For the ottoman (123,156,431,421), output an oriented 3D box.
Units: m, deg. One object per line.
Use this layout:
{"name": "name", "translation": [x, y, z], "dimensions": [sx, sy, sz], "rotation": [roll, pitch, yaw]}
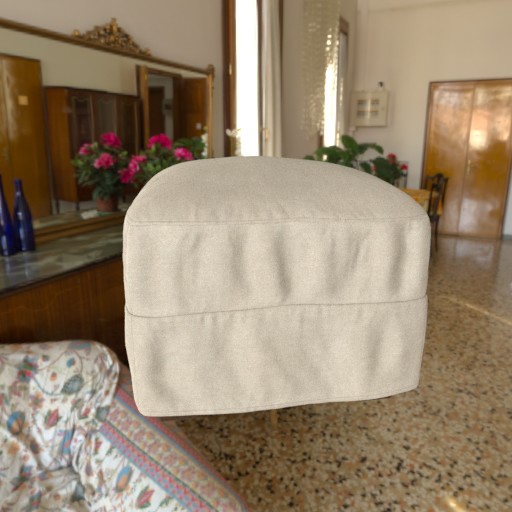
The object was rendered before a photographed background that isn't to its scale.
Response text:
{"name": "ottoman", "translation": [0.000, 0.000, 1.094], "dimensions": [0.584, 0.480, 0.712], "rotation": [-3, 15, -10]}
